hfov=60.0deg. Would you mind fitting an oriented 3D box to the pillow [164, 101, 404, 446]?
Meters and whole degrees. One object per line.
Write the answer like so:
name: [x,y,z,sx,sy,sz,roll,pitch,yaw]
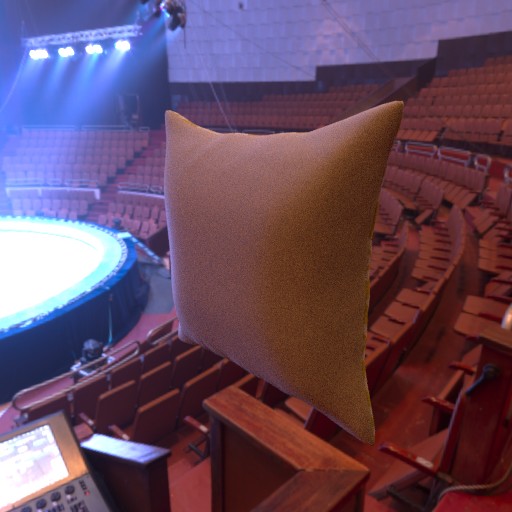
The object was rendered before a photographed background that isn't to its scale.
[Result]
pillow: [0.000,0.000,0.771,0.188,0.494,0.504,-15,22,-42]
